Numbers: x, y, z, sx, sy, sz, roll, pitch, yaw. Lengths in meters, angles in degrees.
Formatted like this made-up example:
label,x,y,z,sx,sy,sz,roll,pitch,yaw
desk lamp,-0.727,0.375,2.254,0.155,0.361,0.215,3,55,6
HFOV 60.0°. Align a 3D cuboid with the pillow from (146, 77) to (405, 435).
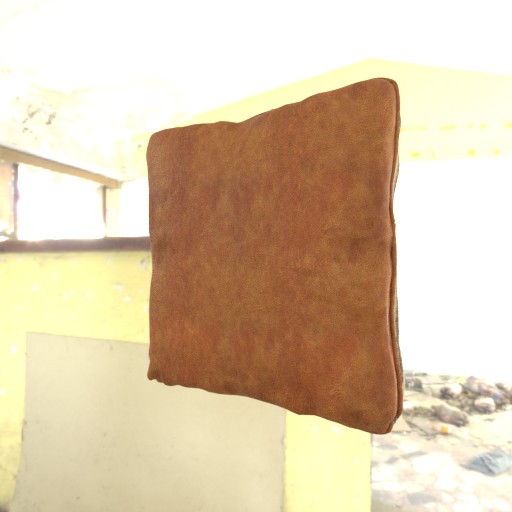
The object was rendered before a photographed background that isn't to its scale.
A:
label,x,y,z,sx,sy,sz,roll,pitch,yaw
pillow,0.000,0.000,0.735,0.489,0.490,0.130,0,-1,36
